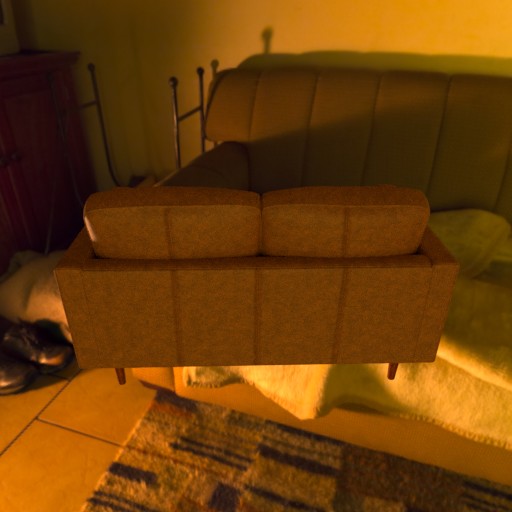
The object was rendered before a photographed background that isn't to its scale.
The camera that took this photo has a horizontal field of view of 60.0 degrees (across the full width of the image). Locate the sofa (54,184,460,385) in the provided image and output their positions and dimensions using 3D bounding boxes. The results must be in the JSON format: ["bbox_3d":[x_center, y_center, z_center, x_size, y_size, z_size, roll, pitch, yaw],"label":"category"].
[{"bbox_3d":[0.000,0.000,2.206,1.578,0.951,0.909,-1,30,-1],"label":"sofa"}]
